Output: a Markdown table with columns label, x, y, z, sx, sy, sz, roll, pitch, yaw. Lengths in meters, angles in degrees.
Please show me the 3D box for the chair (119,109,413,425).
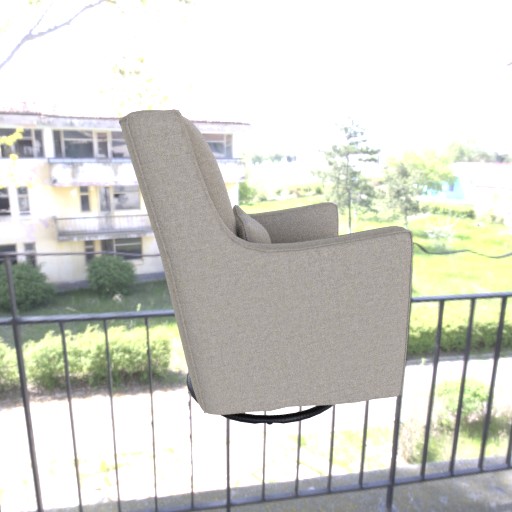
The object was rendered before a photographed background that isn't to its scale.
| label | x | y | z | sx | sy | sz | roll | pitch | yaw |
| --- | --- | --- | --- | --- | --- | --- | --- | --- | --- |
| chair | 0.000 | 0.000 | 1.611 | 0.879 | 0.993 | 0.732 | -2 | 14 | -10 |
